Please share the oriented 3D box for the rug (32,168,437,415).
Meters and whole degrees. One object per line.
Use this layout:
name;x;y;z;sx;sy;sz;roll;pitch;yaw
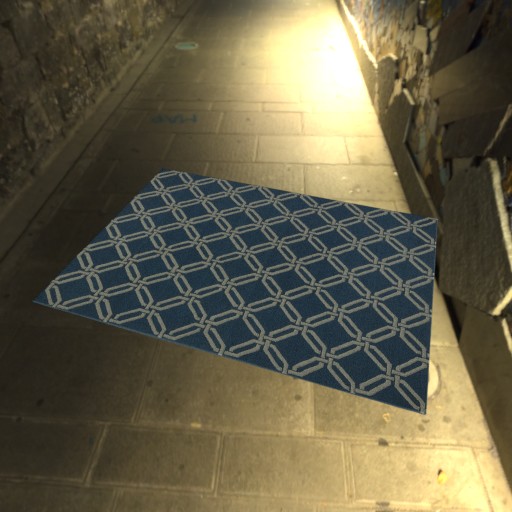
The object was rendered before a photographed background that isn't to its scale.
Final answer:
rug;0.000;0.000;4.364;3.342;0.018;2.432;13;43;14
